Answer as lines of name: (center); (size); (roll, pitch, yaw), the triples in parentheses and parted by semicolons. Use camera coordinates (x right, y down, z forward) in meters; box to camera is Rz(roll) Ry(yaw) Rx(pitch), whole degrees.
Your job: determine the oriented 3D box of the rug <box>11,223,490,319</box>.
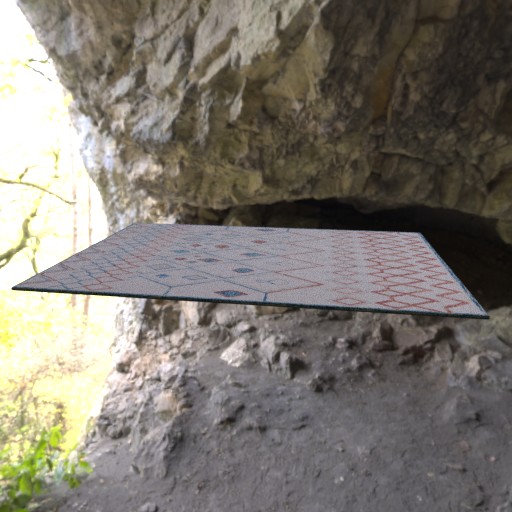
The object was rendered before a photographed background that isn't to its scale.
rug: (0.000, 0.000, 2.240); (1.829, 0.016, 1.219); (3, 17, 8)
